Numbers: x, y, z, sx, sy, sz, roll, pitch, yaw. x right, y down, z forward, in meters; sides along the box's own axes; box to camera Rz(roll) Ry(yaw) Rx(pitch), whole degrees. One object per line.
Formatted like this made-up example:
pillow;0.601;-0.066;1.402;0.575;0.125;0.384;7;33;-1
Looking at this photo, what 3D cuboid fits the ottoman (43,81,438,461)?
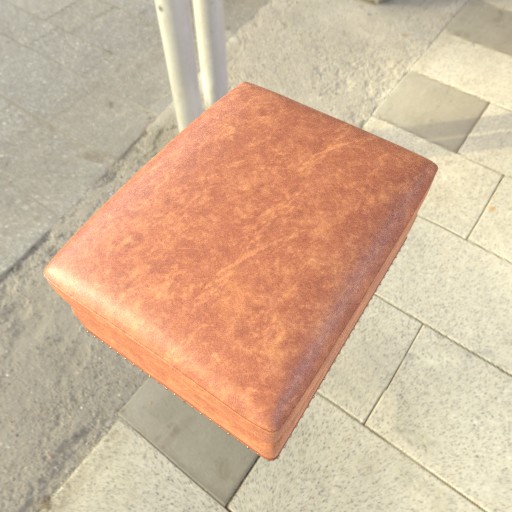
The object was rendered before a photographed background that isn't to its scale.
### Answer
ottoman;0.000;0.000;1.116;0.586;0.486;0.742;29;62;17
